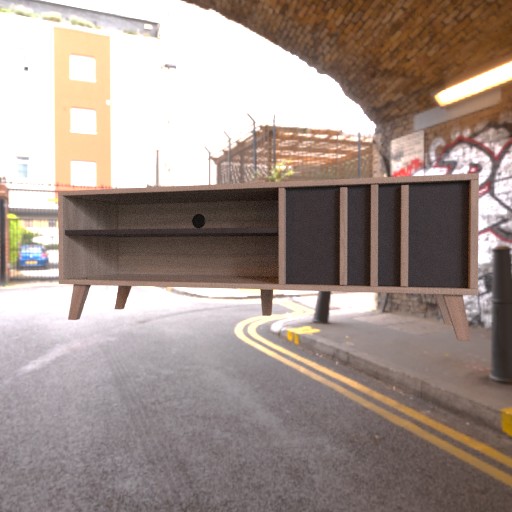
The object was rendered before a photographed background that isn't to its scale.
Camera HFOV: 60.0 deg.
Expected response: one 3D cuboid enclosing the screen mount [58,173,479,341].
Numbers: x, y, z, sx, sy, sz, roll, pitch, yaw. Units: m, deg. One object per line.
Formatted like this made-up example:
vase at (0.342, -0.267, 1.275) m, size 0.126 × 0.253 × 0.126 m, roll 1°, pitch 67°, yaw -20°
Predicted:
screen mount at (0.000, 0.000, 1.725) m, size 1.500 × 0.509 × 0.401 m, roll 0°, pitch 1°, yaw 16°
